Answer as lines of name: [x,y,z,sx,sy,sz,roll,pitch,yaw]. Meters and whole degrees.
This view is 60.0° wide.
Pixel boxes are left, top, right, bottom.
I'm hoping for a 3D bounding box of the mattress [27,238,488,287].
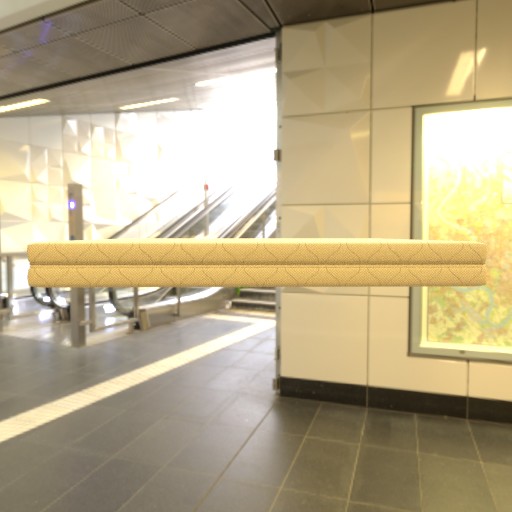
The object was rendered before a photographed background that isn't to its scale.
mattress: [0.000,0.000,2.714,2.000,0.200,1.600,0,3,-1]
